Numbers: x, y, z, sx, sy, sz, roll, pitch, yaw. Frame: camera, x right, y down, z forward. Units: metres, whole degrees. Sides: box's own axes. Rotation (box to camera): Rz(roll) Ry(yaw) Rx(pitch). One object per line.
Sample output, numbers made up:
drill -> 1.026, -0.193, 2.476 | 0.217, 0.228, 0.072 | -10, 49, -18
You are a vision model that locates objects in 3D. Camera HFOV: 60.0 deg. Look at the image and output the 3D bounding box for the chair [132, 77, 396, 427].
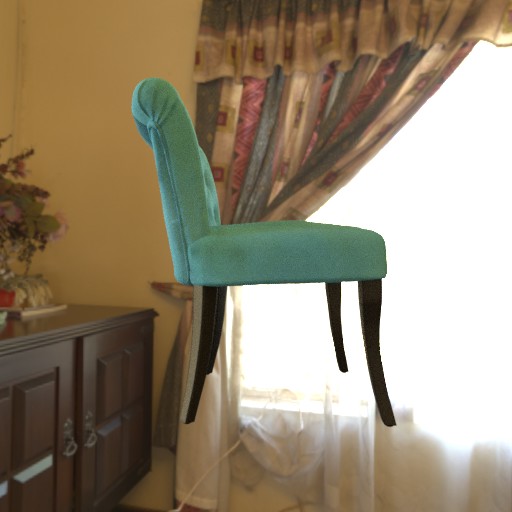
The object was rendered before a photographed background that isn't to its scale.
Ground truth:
chair -> 0.000, 0.000, 1.201 | 0.605, 0.750, 0.582 | 0, -1, -1
